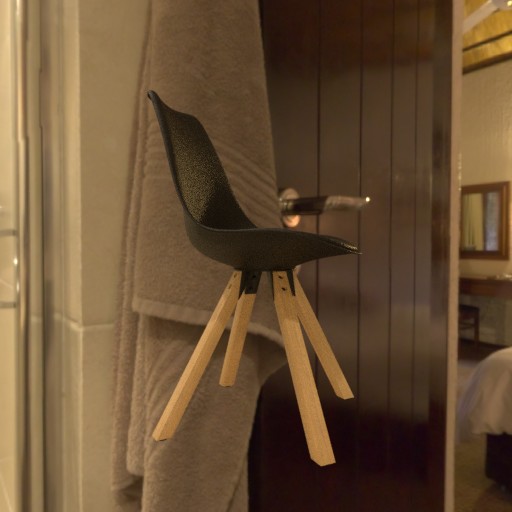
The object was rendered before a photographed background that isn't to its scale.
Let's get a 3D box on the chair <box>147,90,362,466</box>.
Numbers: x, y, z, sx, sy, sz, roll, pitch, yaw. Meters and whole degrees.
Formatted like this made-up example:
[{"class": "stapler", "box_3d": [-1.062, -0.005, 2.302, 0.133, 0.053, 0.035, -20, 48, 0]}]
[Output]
[{"class": "chair", "box_3d": [0.000, 0.000, 1.179, 0.549, 0.850, 0.485, 0, 1, 18]}]
